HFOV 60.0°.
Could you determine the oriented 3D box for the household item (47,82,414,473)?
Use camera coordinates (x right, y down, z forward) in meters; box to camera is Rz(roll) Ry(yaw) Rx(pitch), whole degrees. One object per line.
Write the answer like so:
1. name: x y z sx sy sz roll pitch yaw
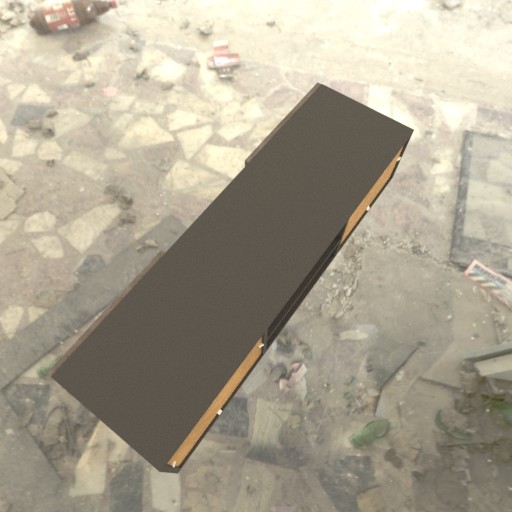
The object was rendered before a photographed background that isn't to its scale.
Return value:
1. household item: 0.000 0.000 1.567 0.420 0.310 1.400 33 68 15
